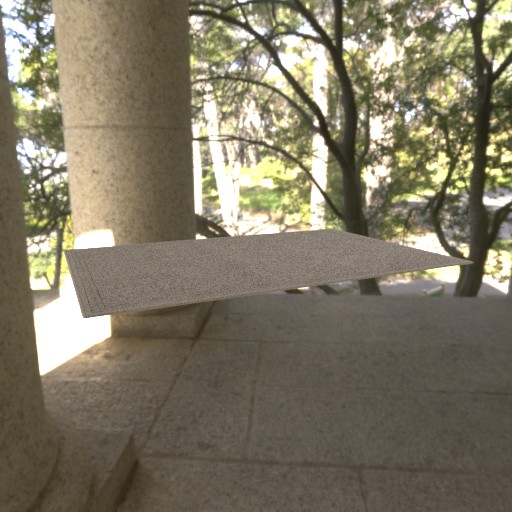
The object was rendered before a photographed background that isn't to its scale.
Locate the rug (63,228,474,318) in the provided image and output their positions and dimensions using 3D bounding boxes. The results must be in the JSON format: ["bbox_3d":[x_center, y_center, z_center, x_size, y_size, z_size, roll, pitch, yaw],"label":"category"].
[{"bbox_3d":[0.000,0.000,2.941,2.286,0.011,1.524,-6,14,-25],"label":"rug"}]
